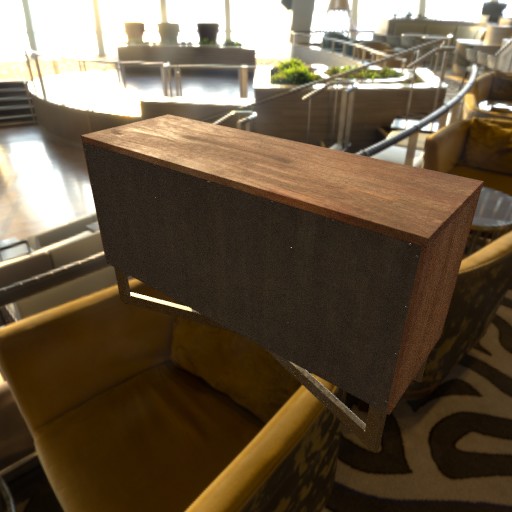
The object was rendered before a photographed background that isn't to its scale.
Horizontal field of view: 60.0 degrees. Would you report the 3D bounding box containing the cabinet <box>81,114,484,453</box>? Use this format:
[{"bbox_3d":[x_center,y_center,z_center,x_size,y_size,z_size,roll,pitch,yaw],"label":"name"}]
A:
[{"bbox_3d":[0.000,0.000,1.733,1.373,0.812,0.480,22,37,32],"label":"cabinet"}]
